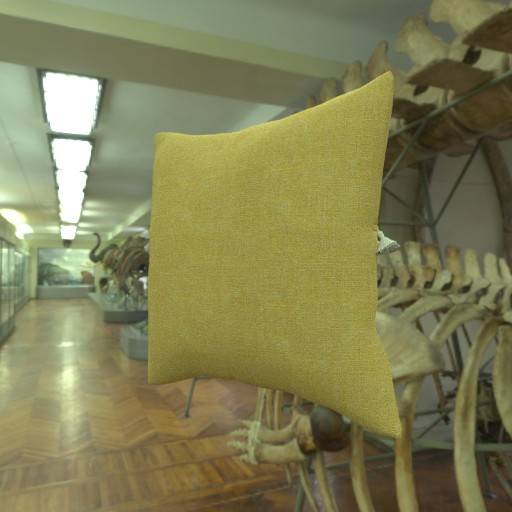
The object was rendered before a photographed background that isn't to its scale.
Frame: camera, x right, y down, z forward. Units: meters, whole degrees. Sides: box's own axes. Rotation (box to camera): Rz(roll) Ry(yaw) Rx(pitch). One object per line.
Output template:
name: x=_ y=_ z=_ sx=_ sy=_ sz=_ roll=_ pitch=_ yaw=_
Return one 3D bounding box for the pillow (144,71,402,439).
pillow: x=0.000 y=0.000 z=0.729 sx=0.485 sy=0.481 sz=0.167 roll=-1 pitch=-2 yaw=36
